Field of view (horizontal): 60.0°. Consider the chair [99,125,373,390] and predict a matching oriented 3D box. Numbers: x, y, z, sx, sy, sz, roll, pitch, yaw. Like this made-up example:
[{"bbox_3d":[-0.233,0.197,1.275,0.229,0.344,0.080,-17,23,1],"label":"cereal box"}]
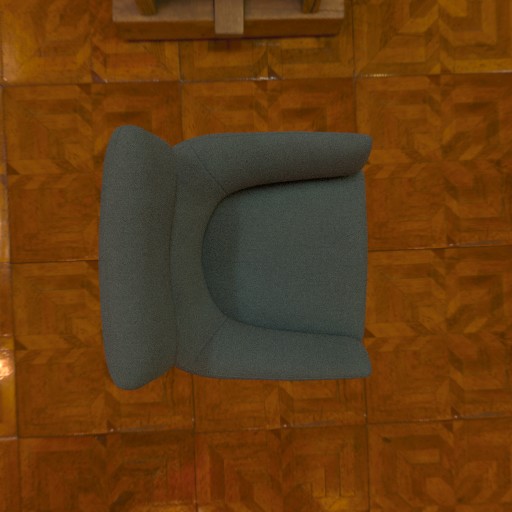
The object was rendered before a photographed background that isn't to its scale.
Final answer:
[{"bbox_3d":[0.000,0.000,1.412,0.761,0.813,0.738,0,91,-1],"label":"chair"}]
